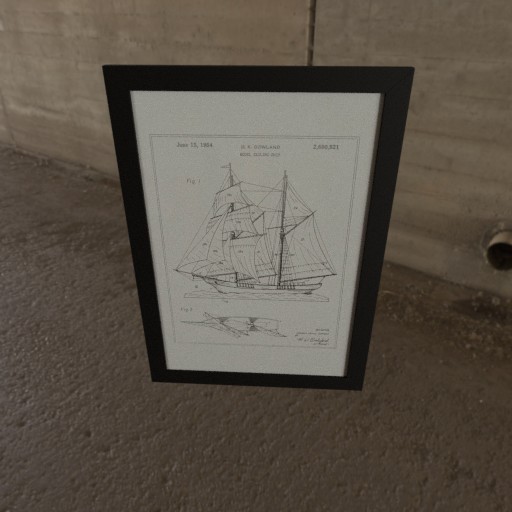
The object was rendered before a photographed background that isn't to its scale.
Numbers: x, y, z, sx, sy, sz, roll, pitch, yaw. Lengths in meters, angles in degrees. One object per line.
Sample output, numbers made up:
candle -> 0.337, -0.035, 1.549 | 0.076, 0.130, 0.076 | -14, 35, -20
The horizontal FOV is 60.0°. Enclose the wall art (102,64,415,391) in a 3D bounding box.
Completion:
wall art -> 0.000, 0.000, 0.579 | 0.326, 0.459, 0.011 | 2, 30, 3
